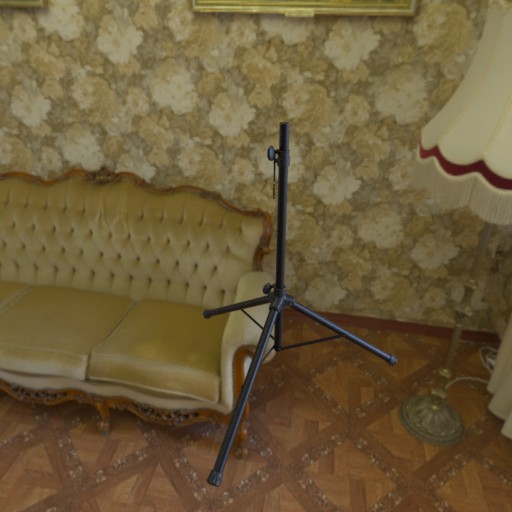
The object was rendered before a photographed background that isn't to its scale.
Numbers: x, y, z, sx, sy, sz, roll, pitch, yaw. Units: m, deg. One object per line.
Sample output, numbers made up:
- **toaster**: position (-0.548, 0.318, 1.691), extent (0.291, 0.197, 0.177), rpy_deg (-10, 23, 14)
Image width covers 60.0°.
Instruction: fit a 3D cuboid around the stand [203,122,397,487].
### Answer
- **stand**: position (0.000, 0.000, 1.848), extent (1.045, 1.136, 0.907), rpy_deg (-19, 34, -32)
